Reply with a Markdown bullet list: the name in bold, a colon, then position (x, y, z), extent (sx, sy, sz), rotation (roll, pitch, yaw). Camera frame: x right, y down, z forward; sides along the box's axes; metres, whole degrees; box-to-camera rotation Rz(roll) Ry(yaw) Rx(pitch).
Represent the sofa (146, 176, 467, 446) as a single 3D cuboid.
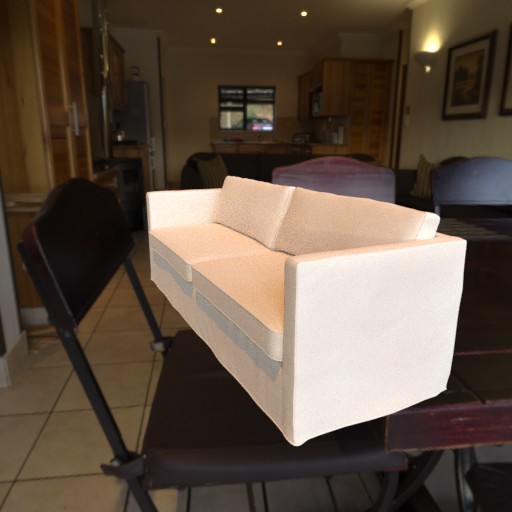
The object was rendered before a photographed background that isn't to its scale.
- **sofa**: position (0.000, 0.000, 3.261), extent (1.036, 0.999, 2.779), rotation (-7, 16, -25)
